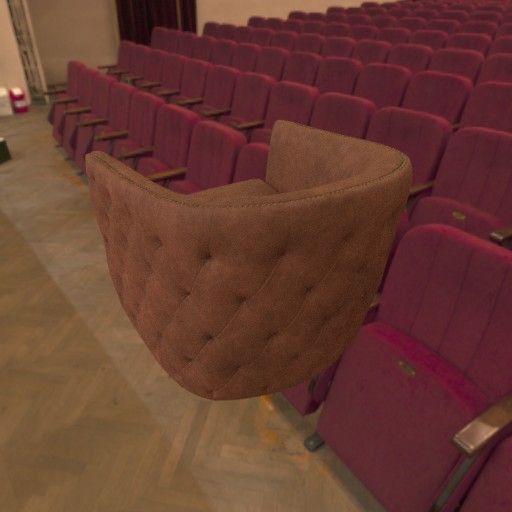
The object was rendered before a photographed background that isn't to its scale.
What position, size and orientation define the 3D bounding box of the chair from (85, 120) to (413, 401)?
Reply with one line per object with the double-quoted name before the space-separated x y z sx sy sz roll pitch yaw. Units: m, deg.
"chair" 0.000 0.000 1.522 0.850 0.790 0.870 -18 36 -27
